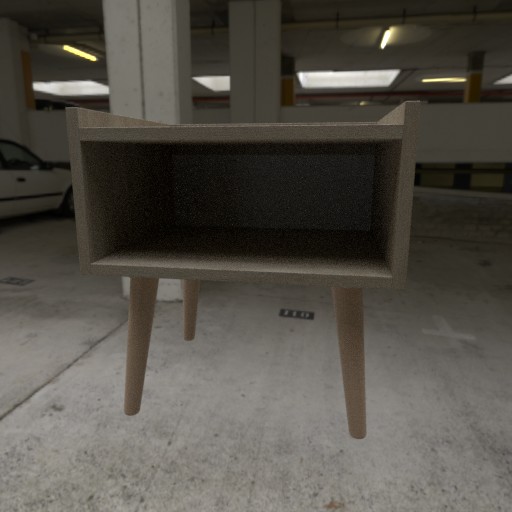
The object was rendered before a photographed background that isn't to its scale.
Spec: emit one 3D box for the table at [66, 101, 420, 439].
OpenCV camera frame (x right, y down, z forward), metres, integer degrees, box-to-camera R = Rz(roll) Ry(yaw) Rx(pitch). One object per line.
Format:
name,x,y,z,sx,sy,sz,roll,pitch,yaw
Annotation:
table,0.000,0.000,0.781,0.450,0.470,0.370,2,13,9
